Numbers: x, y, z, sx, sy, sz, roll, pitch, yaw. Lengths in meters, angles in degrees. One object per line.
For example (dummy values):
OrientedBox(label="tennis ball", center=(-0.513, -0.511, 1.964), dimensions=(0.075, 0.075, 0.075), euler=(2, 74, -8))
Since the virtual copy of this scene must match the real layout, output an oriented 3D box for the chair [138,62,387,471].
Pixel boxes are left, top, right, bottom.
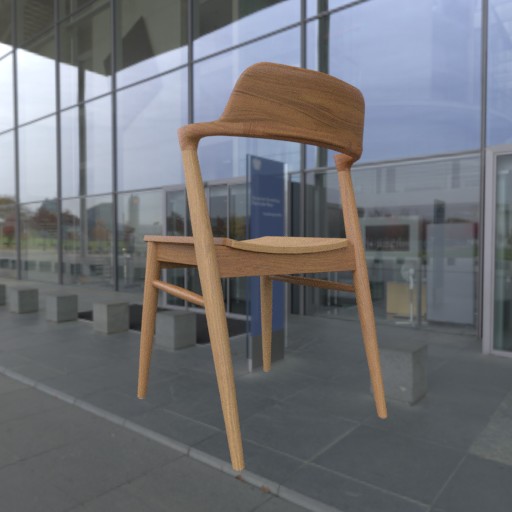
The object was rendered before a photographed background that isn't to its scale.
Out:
OrientedBox(label="chair", center=(0.000, 0.000, 1.149), dimensions=(0.512, 0.792, 0.499), euler=(-1, 2, -36))
